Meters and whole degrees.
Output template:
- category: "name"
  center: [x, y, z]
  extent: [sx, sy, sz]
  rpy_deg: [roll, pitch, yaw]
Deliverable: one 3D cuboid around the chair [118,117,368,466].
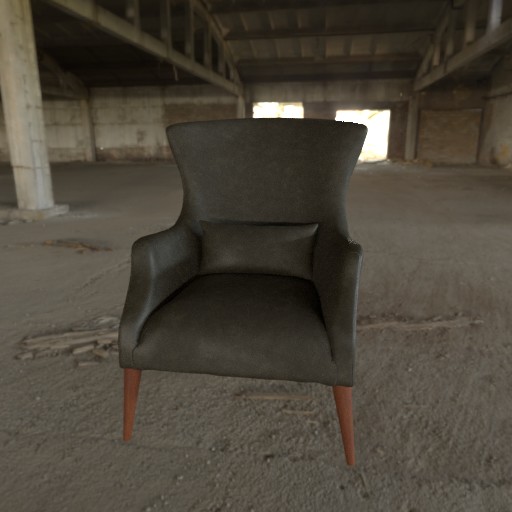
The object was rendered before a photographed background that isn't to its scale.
- category: "chair"
  center: [0.000, 0.000, 1.713]
  extent: [0.819, 1.068, 0.954]
  rpy_deg: [2, 15, 9]
